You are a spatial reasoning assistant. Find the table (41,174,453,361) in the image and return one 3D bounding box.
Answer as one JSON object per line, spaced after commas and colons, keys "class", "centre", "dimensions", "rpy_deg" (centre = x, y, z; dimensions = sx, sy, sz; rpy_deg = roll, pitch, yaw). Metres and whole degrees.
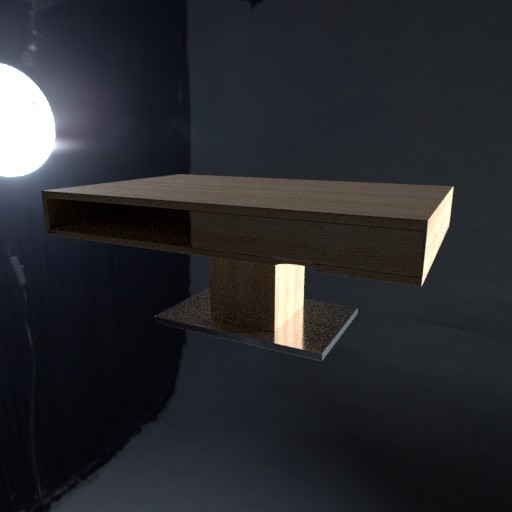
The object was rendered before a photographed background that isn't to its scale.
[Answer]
{"class": "table", "centre": [0.000, 0.000, 1.452], "dimensions": [1.100, 0.440, 0.700], "rpy_deg": [7, 17, 26]}
